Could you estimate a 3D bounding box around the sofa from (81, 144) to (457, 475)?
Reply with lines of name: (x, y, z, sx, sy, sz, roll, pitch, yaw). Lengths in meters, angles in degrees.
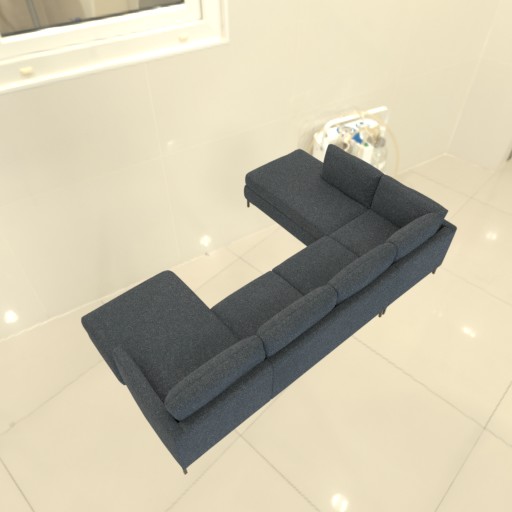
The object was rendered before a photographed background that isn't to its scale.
sofa: (0.000, 0.000, 3.871, 2.956, 0.813, 2.007, -31, 53, -26)
